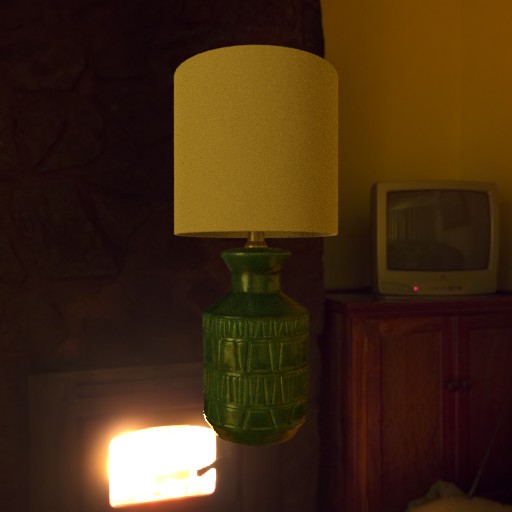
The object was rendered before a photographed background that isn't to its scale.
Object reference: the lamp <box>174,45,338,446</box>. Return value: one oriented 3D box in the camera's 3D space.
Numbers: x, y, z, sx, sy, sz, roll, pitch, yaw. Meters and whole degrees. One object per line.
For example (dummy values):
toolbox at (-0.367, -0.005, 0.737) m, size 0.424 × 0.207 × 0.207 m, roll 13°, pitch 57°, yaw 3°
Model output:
lamp at (0.000, 0.000, 0.582) m, size 0.211 × 0.455 × 0.211 m, roll 0°, pitch 1°, yaw -37°
